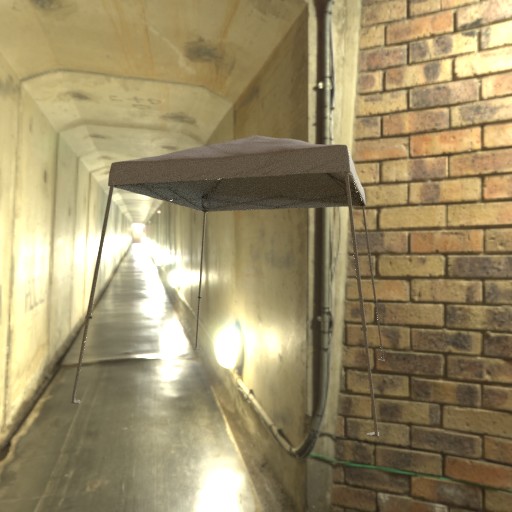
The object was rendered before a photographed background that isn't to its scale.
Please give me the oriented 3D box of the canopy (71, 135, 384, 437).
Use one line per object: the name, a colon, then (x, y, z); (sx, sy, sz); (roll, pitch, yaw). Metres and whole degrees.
canopy: (0.000, 0.000, 6.591); (3.599, 3.600, 3.600); (0, -1, 17)
